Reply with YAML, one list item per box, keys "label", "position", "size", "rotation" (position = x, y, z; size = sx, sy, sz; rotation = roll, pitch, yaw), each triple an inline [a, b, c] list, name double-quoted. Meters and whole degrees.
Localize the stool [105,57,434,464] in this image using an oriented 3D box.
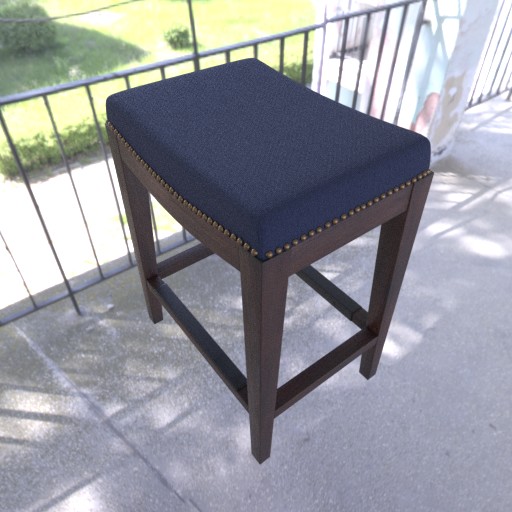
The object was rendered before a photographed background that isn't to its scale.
- label: "stool"
  position: [0.000, 0.000, 0.945]
  size: [0.361, 0.642, 0.500]
  rotation: [-27, 49, -26]
